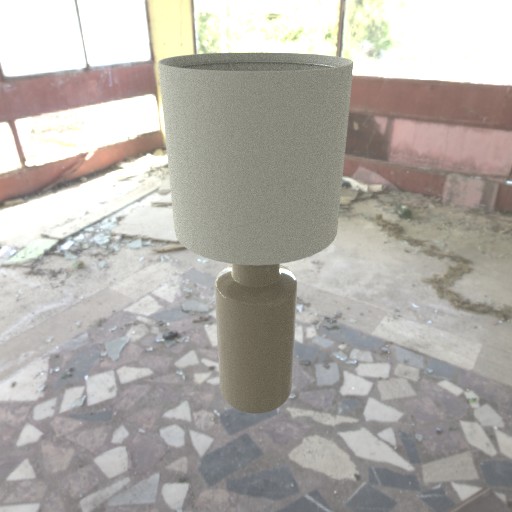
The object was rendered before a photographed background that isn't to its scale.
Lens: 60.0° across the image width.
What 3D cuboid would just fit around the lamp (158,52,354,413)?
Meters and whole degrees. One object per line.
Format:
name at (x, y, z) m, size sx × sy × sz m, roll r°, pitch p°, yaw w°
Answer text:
lamp at (0.000, 0.000, 0.607) m, size 0.212 × 0.493 × 0.212 m, roll -10°, pitch 31°, yaw -17°
